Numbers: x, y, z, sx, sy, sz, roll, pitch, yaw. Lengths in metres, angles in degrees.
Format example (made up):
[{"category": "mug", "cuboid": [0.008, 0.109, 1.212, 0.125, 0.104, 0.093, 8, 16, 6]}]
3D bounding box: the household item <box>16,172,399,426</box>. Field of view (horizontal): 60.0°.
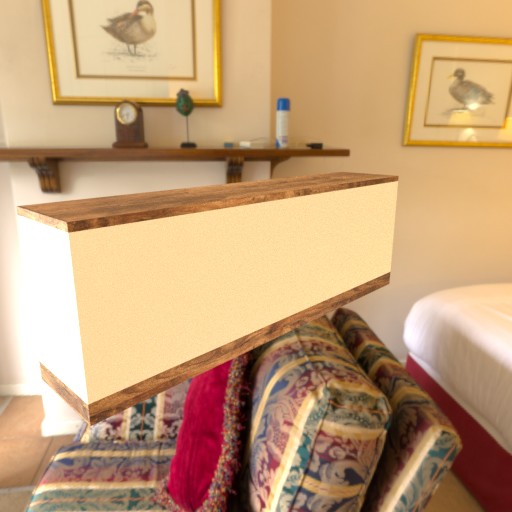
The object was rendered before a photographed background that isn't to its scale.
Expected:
[{"category": "household item", "cuboid": [0.000, 0.000, 1.982, 0.390, 0.615, 1.800, 15, 21, 42]}]
